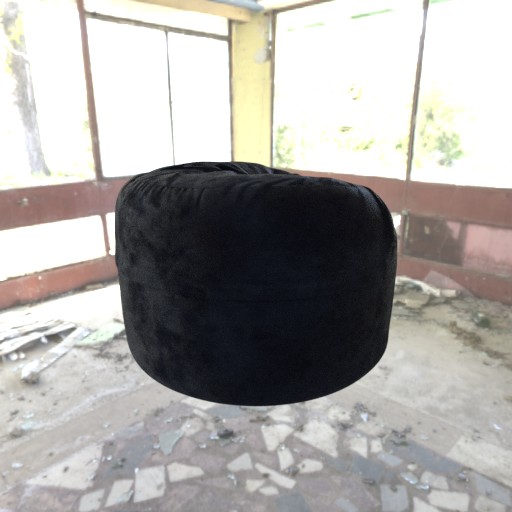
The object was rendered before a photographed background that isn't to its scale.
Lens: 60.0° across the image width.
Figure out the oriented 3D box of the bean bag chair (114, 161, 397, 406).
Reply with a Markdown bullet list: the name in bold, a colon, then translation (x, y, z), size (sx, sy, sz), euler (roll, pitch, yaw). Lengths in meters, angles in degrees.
- **bean bag chair**: translation (0.000, 0.000, 1.509), size (0.918, 0.616, 0.918), euler (0, 17, 0)
